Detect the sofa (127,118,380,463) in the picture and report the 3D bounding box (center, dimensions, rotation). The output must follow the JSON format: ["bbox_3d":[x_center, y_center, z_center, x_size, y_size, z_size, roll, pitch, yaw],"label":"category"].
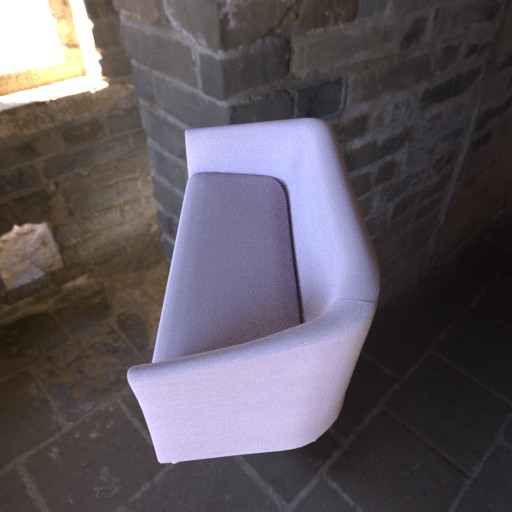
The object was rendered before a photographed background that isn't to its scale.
[{"bbox_3d":[0.000,0.000,1.829,0.705,0.721,1.452,0,41,-1],"label":"sofa"}]
